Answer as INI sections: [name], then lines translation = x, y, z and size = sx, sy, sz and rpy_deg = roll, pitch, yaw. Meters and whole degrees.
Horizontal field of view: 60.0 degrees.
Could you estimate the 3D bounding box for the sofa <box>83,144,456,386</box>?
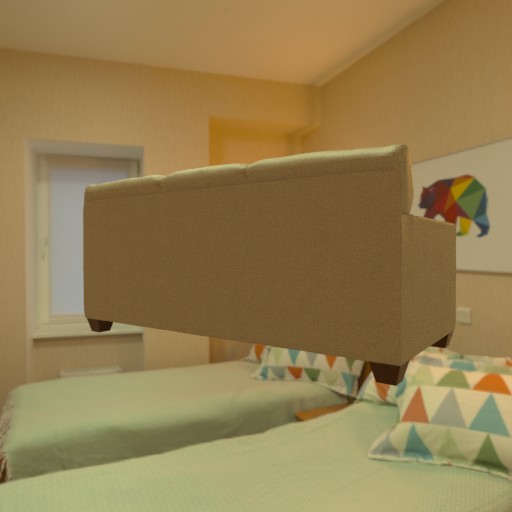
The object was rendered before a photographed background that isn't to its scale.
[sofa]
translation = 0.000, 0.000, 2.602
size = 2.024, 0.958, 0.997
rpy_deg = 1, 1, 36
